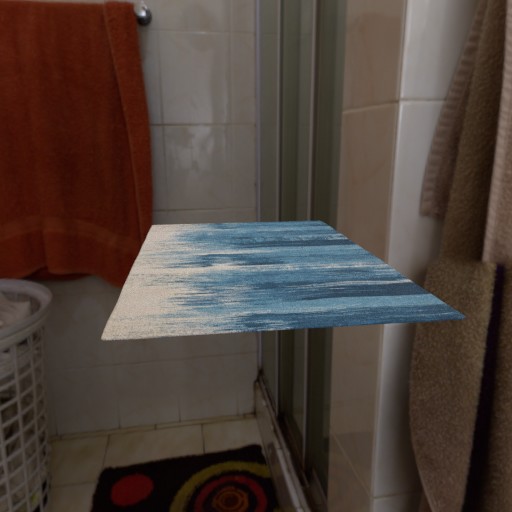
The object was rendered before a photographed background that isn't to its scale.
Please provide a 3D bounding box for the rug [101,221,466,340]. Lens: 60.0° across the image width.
[{"bbox_3d":[0.000,0.000,2.321,1.232,0.009,1.836,-2,15,-8],"label":"rug"}]
